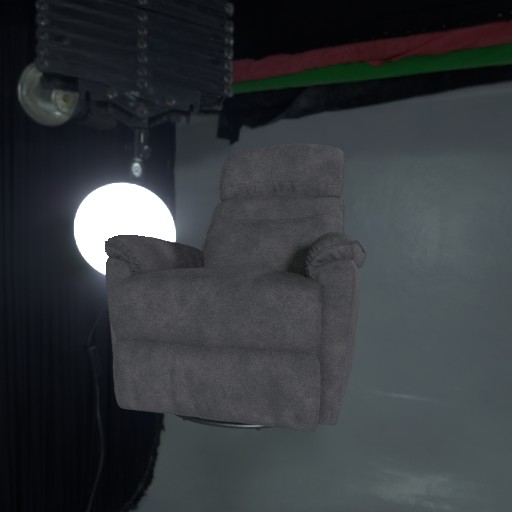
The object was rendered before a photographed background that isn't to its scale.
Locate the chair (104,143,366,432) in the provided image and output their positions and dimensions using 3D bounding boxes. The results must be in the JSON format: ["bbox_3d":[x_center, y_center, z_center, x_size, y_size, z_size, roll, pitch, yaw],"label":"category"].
[{"bbox_3d":[0.000,0.000,1.726,0.830,1.035,1.009,0,2,17],"label":"chair"}]
